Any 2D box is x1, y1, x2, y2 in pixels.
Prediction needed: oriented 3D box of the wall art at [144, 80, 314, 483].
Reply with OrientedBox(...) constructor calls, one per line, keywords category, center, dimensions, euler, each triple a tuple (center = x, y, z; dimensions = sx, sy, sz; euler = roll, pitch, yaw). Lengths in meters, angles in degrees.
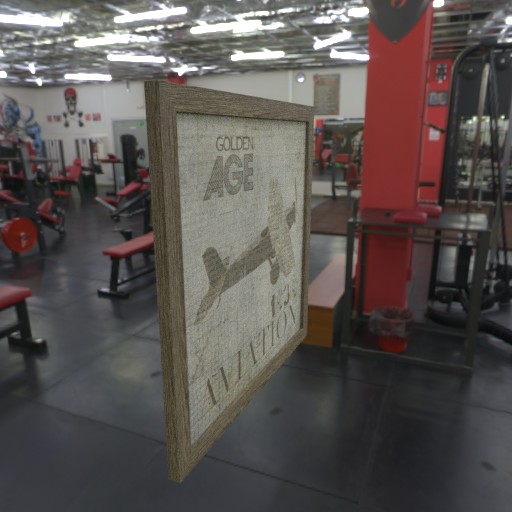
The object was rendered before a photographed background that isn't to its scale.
OrientedBox(category="wall art", center=(0.000, 0.000, 0.754), dimensions=(0.019, 0.508, 0.508), euler=(7, 17, 25))
